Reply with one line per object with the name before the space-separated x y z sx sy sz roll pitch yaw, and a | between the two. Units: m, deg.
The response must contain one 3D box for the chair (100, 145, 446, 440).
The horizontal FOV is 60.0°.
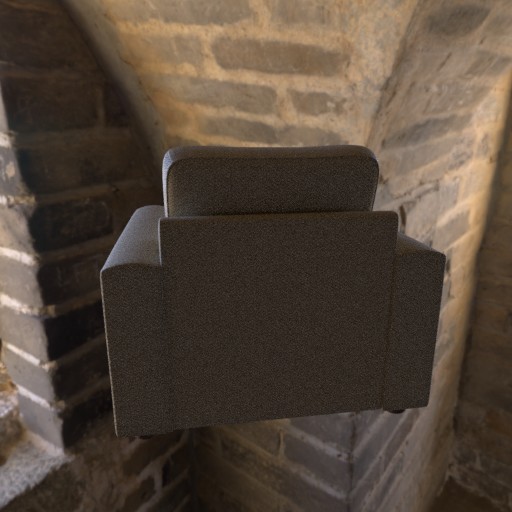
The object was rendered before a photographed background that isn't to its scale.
chair | 0.000 0.000 1.755 1.005 0.873 1.016 -2 16 -9
